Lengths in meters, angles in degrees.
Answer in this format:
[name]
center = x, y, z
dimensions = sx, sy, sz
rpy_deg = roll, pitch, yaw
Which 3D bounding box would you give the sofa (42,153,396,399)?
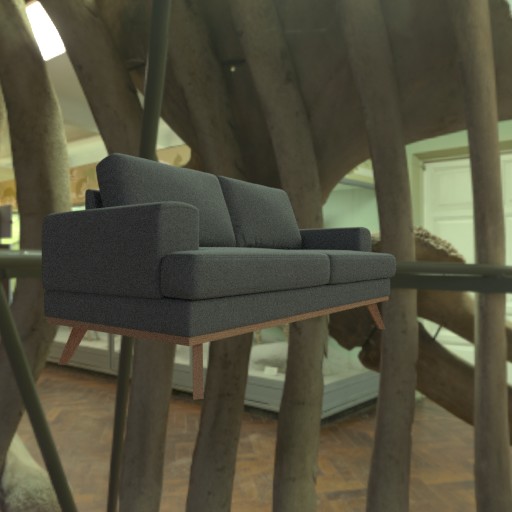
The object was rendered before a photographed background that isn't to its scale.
[sofa]
center = 0.000, 0.000, 2.059
dimensions = 0.785, 0.810, 1.650
rpy_deg = 0, 0, 36
